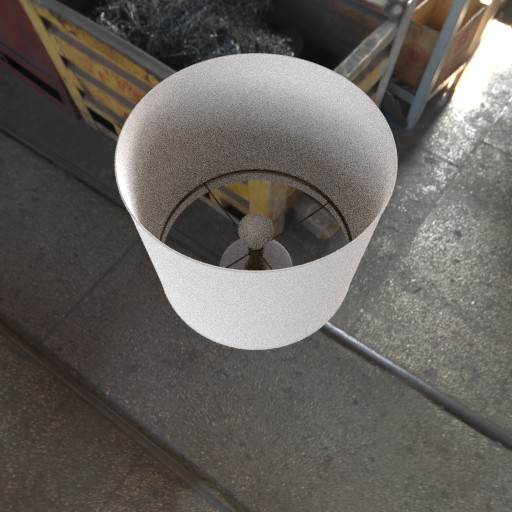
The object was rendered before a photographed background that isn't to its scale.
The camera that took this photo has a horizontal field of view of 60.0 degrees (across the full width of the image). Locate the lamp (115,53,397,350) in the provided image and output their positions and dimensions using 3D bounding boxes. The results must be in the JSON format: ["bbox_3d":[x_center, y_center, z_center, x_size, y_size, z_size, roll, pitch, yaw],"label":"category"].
[{"bbox_3d":[0.000,0.000,0.530,0.229,0.380,0.229,0,62,0],"label":"lamp"}]
